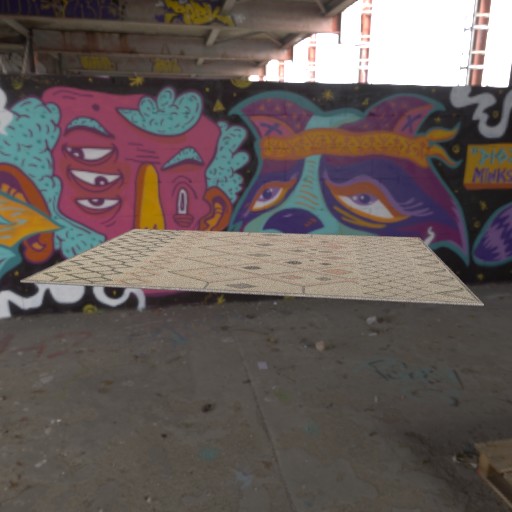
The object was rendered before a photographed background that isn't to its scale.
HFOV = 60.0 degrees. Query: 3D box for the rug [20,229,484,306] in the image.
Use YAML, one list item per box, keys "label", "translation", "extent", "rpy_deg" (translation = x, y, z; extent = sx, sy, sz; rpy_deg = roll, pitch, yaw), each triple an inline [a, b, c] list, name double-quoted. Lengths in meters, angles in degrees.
- label: "rug"
  translation: [0.000, 0.000, 3.025]
  extent: [2.438, 0.015, 1.524]
  rpy_deg: [2, 15, 8]
